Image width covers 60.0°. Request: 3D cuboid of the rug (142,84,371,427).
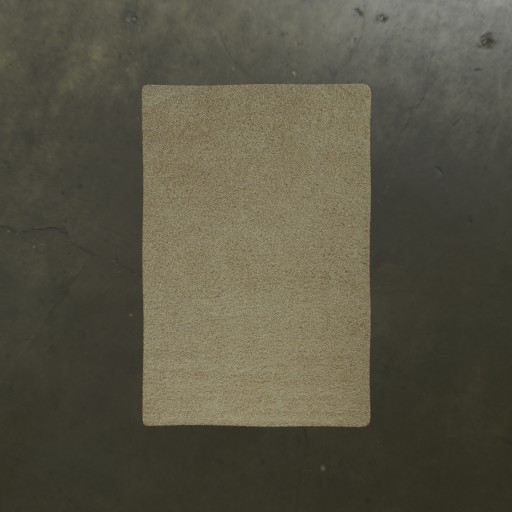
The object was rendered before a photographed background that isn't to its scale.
[{"bbox_3d":[0.000,0.000,3.504,1.801,0.024,2.700,0,91,1],"label":"rug"}]
